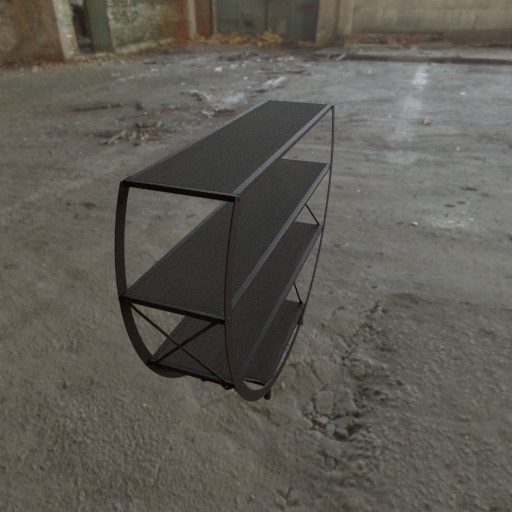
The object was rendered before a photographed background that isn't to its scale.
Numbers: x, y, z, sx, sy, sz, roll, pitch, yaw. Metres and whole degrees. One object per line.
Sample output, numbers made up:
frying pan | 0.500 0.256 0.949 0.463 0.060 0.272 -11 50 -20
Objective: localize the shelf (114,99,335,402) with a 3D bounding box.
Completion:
shelf | 0.000 0.000 1.911 0.344 1.063 1.403 10 32 17
